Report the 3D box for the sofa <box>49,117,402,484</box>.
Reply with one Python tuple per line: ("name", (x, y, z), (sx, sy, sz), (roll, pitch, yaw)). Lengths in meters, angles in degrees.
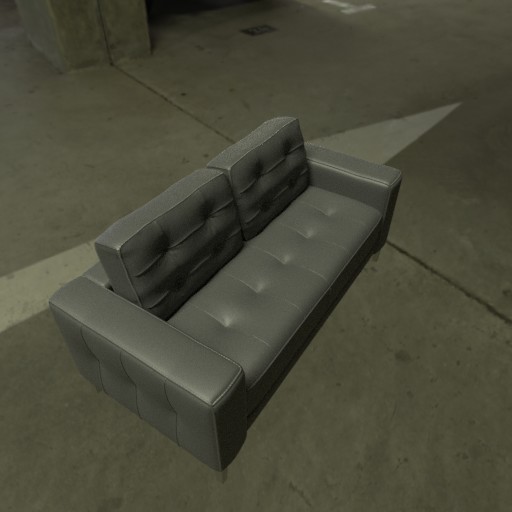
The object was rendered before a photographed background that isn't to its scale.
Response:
("sofa", (0.000, 0.000, 2.177), (0.833, 0.892, 1.726), (24, 47, 25))
